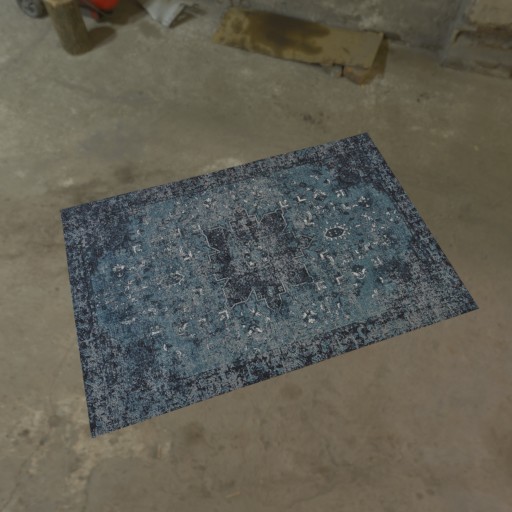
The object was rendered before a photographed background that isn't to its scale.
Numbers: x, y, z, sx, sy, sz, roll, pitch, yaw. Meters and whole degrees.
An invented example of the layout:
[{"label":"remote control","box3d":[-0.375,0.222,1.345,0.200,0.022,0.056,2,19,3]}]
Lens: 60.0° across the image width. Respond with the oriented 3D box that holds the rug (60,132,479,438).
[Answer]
[{"label":"rug","box3d":[0.000,0.000,2.250,1.828,0.005,1.219,-16,61,-9]}]
